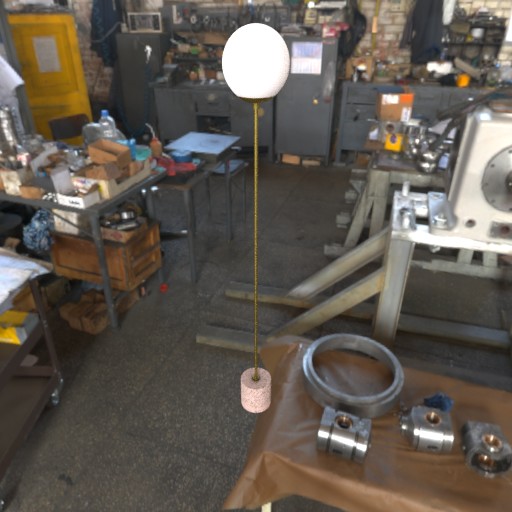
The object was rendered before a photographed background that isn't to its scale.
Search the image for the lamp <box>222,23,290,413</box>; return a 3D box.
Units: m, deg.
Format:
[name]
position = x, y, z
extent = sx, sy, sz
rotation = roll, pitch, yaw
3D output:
[lamp]
position = 0.000, 0.000, 1.880
extent = 0.229, 1.748, 0.229
rotation = -8, 31, -13
